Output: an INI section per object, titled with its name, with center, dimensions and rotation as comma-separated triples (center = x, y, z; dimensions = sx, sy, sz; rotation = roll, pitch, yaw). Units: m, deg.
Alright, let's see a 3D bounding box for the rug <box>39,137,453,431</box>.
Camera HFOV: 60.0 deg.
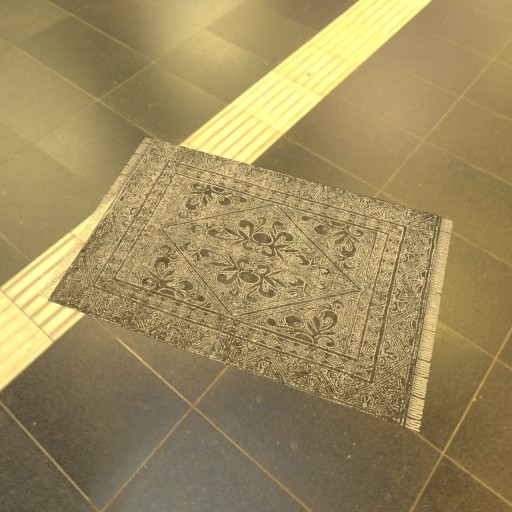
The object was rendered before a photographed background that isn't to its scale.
[rug]
center = 0.000, 0.000, 3.000
dimensions = 2.440, 0.010, 1.529
rotation = 17, 60, 10
